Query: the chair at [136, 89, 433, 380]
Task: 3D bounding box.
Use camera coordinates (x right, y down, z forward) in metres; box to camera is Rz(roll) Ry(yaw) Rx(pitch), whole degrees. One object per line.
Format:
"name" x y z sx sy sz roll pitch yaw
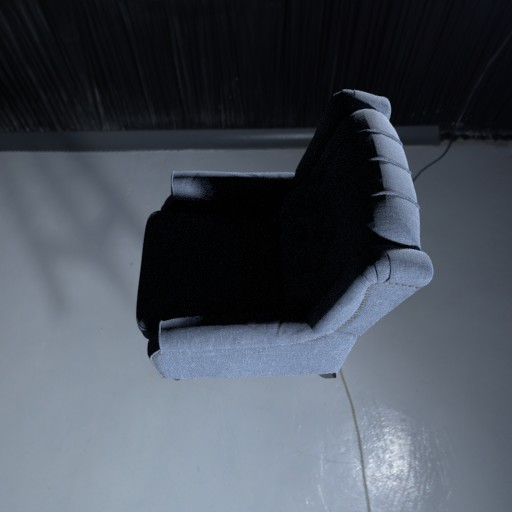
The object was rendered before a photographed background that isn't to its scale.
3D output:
"chair" 0.000 0.000 1.660 0.898 1.035 0.742 -2 60 -1
